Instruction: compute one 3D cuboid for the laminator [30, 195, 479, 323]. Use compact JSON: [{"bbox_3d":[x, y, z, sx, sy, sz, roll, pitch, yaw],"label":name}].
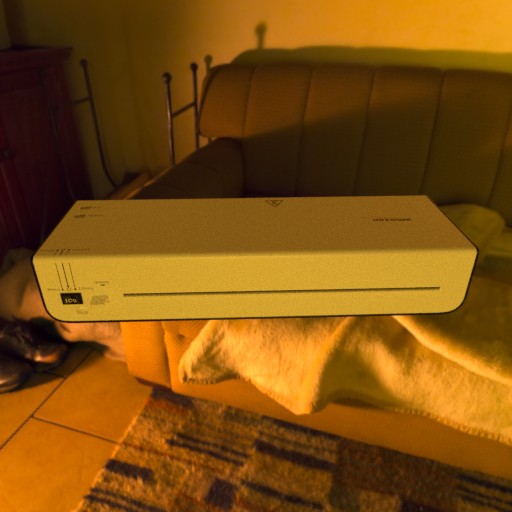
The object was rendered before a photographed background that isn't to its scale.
[{"bbox_3d":[0.000,0.000,0.392,0.340,0.062,0.123,-1,30,-2],"label":"laminator"}]
